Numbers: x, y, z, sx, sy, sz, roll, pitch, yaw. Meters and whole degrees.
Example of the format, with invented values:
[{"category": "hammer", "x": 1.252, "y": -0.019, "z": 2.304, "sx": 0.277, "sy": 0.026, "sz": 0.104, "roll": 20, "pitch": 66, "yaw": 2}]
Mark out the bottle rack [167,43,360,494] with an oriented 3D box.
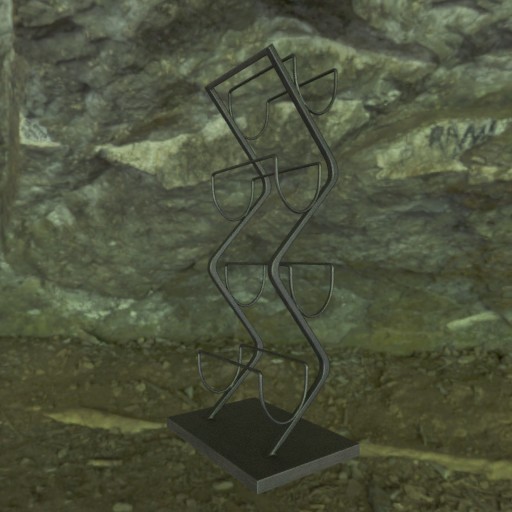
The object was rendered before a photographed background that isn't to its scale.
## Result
[{"category": "bottle rack", "x": 0.000, "y": 0.000, "z": 0.673, "sx": 0.178, "sy": 0.559, "sz": 0.254, "roll": 0, "pitch": 0, "yaw": -36}]
